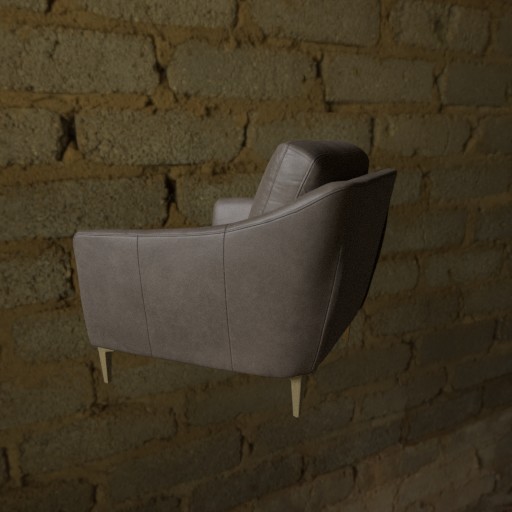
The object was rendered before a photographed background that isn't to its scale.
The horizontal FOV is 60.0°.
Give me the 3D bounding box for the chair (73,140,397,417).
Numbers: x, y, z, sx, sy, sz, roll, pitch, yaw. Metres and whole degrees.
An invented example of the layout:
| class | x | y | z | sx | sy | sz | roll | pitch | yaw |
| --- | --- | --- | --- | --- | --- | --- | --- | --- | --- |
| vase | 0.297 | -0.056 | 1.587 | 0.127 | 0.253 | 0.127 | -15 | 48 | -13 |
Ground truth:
| class | x | y | z | sx | sy | sz | roll | pitch | yaw |
| --- | --- | --- | --- | --- | --- | --- | --- | --- | --- |
| chair | 0.000 | 0.000 | 1.776 | 0.961 | 0.901 | 0.988 | 7 | 17 | 26 |
